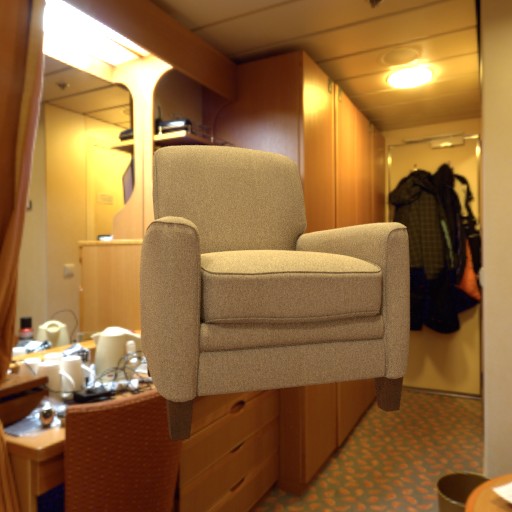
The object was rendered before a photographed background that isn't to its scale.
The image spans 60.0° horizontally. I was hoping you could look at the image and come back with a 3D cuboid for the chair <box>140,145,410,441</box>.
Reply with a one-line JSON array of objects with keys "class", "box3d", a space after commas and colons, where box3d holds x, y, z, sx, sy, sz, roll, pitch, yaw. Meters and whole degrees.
[{"class": "chair", "box3d": [0.000, 0.000, 1.686, 0.848, 1.014, 0.864, 0, 0, -19]}]
